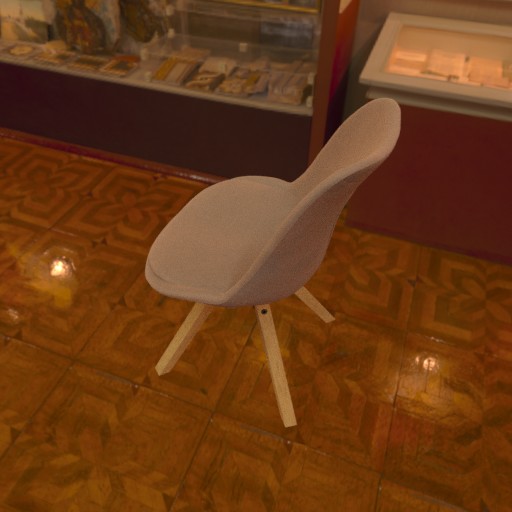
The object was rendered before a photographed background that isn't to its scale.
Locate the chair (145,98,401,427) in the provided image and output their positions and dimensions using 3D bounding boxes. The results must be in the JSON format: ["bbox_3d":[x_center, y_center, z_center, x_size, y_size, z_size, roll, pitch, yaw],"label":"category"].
[{"bbox_3d":[0.000,0.000,1.156,0.550,0.850,0.485,17,48,16],"label":"chair"}]
